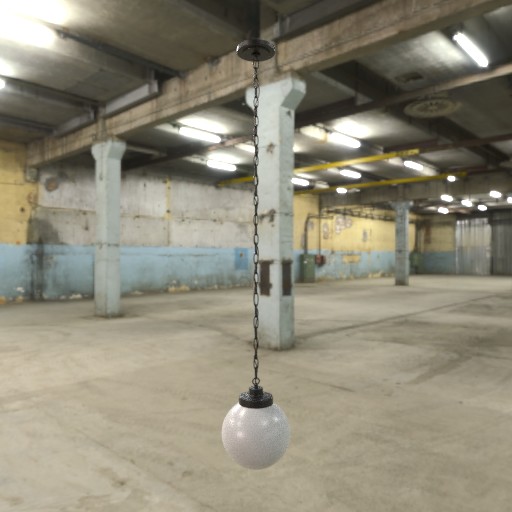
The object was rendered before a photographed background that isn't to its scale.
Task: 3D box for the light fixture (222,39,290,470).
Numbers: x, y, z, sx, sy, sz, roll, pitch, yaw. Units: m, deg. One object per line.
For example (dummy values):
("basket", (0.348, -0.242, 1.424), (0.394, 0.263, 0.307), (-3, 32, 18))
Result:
("light fixture", (0.000, 0.000, 1.981), (0.305, 1.867, 0.304), (0, -1, -18))
